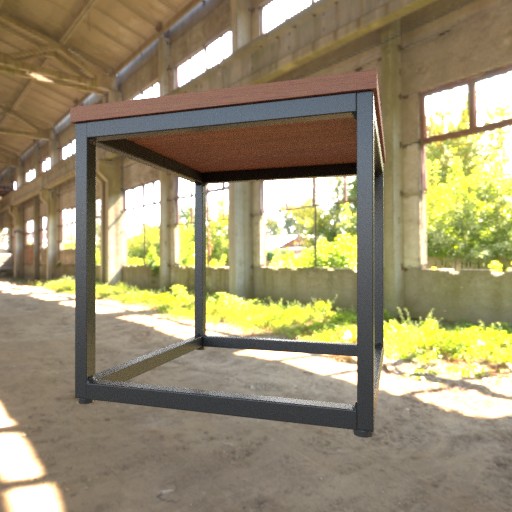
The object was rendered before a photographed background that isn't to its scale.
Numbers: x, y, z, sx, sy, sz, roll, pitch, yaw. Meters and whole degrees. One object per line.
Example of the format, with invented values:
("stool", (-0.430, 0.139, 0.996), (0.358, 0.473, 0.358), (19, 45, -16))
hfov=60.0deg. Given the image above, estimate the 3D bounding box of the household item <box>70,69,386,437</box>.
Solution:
("household item", (0.000, 0.000, 0.728), (0.400, 0.400, 0.400), (0, 0, 18))
